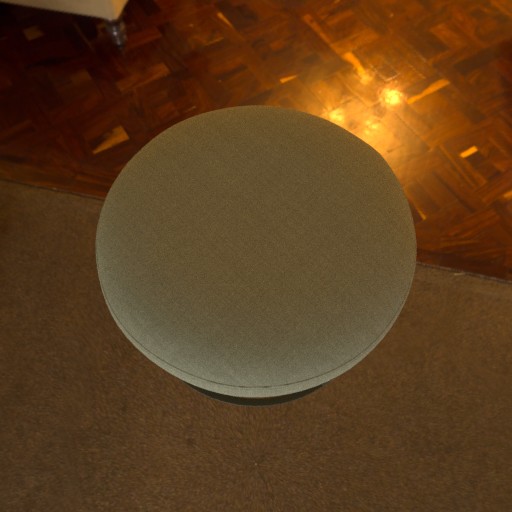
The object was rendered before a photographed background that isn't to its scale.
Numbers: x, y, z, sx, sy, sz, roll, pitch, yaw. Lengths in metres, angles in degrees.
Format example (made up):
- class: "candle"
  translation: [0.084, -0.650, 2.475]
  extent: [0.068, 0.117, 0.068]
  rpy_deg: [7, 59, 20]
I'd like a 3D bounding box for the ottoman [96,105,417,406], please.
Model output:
- class: "ottoman"
  translation: [0.000, 0.000, 1.208]
  extent: [0.772, 0.460, 0.772]
  rpy_deg: [0, 65, 0]
